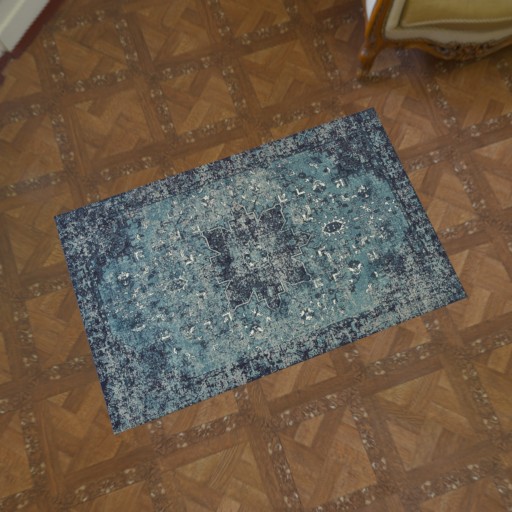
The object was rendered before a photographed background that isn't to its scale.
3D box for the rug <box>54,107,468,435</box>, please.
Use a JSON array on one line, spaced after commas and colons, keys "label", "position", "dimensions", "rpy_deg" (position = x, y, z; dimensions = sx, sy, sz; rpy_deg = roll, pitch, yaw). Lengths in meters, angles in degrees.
[{"label": "rug", "position": [0.000, 0.000, 3.016], "dimensions": [2.440, 0.007, 1.525], "rpy_deg": [-20, 77, -5]}]
